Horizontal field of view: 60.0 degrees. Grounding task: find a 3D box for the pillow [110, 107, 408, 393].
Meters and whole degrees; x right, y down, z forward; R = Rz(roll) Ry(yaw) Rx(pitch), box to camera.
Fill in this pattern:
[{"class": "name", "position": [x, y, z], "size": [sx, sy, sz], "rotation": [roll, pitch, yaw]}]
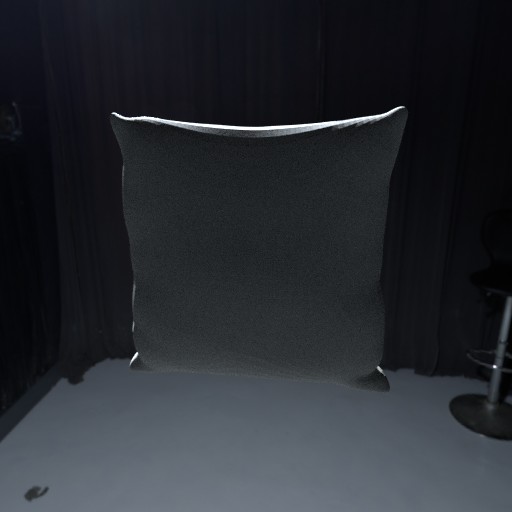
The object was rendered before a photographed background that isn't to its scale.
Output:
[{"class": "pillow", "position": [0.000, 0.000, 0.693], "size": [0.440, 0.441, 0.182], "rotation": [2, 16, 7]}]
